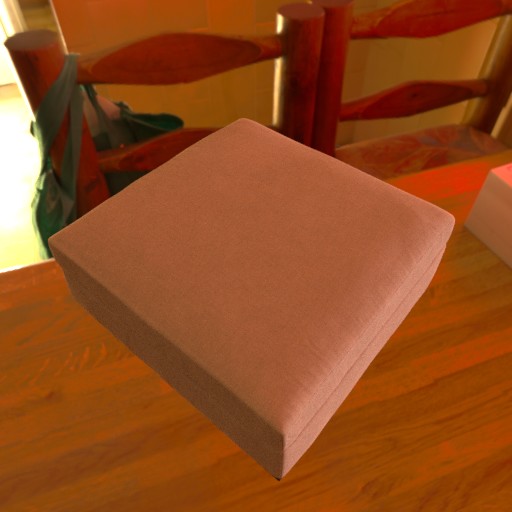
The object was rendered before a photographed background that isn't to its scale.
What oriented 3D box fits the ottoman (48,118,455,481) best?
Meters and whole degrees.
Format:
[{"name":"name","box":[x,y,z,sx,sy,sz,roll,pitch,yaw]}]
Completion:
[{"name":"ottoman","box":[0.000,0.000,1.840,1.203,0.517,1.171,32,56,25]}]
